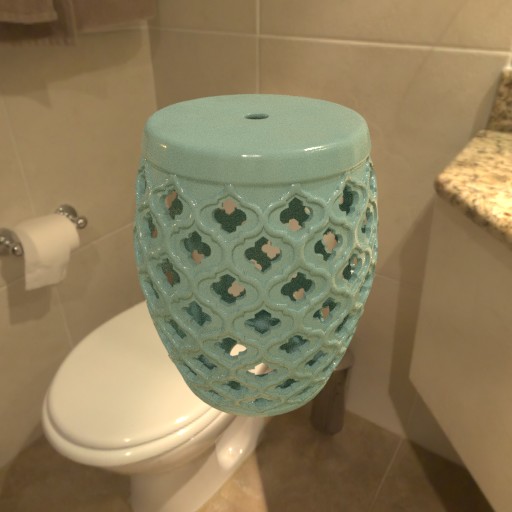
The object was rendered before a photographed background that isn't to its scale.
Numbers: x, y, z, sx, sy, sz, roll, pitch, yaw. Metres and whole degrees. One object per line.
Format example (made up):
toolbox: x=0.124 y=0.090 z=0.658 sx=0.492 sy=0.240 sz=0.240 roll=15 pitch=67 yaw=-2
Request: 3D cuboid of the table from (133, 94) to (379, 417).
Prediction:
table: x=0.000 y=0.000 z=0.624 sx=0.325 sy=0.388 sz=0.325 roll=0 pitch=32 yaw=0
